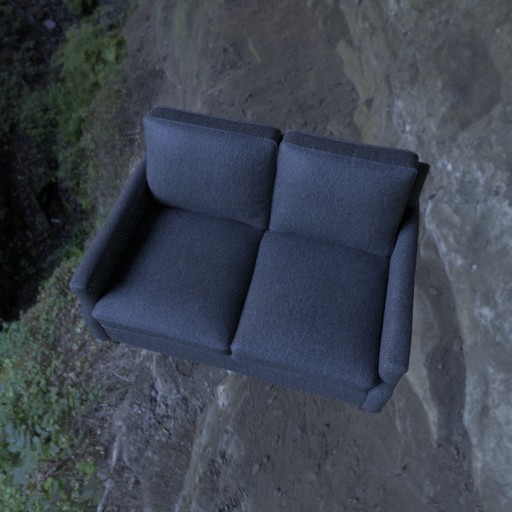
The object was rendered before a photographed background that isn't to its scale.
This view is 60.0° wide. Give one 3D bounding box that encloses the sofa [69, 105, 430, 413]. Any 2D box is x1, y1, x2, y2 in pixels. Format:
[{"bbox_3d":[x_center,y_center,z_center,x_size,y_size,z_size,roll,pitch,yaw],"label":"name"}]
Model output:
[{"bbox_3d":[0.000,0.000,2.318,1.597,1.003,1.084,13,59,8],"label":"sofa"}]
